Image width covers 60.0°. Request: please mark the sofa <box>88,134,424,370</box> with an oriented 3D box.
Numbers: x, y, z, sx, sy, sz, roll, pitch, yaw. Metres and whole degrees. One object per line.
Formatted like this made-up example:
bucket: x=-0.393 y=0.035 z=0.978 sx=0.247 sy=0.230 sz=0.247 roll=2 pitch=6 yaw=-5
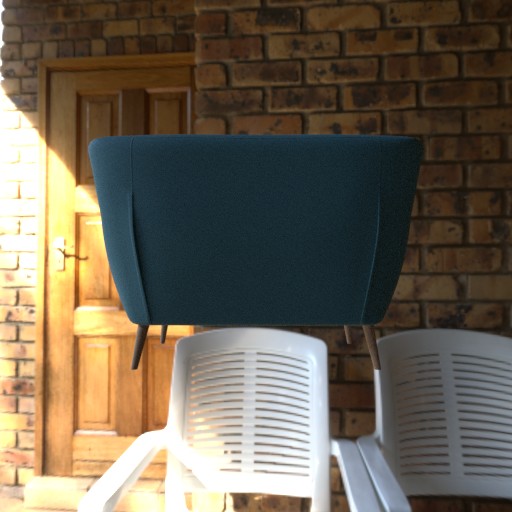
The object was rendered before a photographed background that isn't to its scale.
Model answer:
sofa: x=0.000 y=0.000 z=1.974 sx=1.397 sy=0.889 sz=0.889 roll=0 pitch=-1 yaw=0
